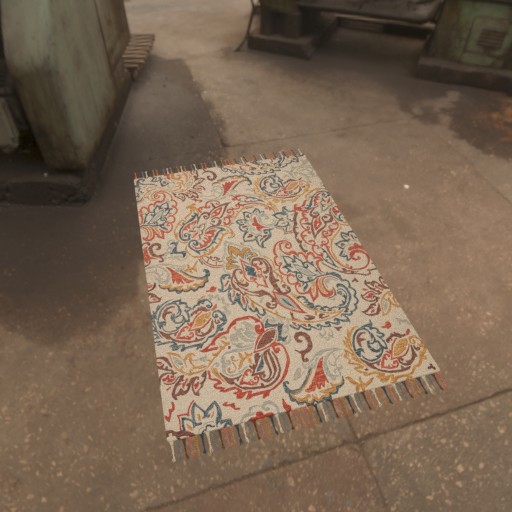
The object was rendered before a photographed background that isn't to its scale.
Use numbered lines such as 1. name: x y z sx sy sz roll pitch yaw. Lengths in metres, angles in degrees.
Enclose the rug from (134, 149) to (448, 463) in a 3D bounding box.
1. rug: 0.000 0.000 2.486 1.218 0.010 1.997 -11 46 -11
